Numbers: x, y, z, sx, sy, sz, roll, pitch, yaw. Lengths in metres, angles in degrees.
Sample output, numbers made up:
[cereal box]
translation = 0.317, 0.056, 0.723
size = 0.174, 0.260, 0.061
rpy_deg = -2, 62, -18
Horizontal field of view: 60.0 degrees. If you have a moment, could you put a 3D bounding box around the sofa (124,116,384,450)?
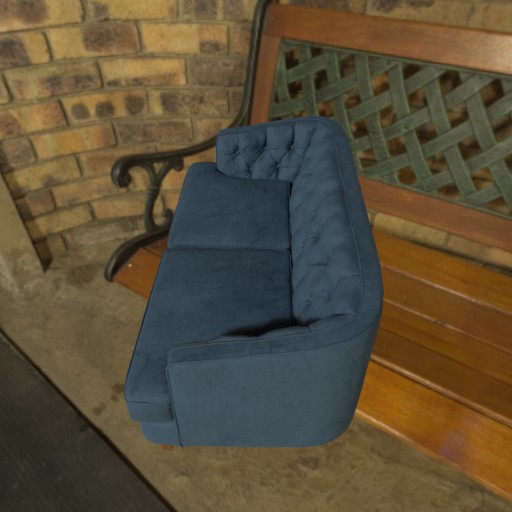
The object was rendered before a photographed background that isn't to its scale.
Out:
[sofa]
translation = 0.000, 0.000, 2.241
size = 0.941, 0.854, 1.733
rpy_deg = 1, 41, 2
